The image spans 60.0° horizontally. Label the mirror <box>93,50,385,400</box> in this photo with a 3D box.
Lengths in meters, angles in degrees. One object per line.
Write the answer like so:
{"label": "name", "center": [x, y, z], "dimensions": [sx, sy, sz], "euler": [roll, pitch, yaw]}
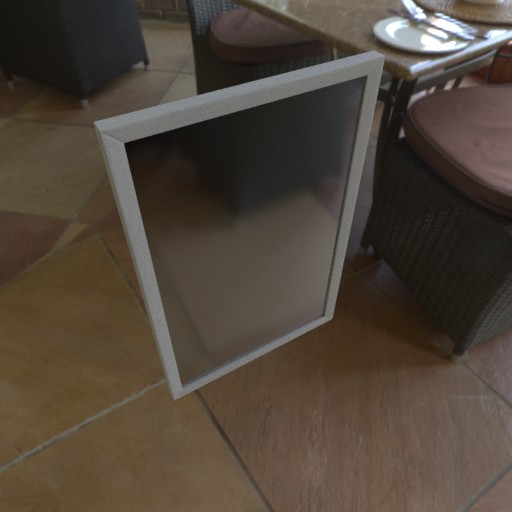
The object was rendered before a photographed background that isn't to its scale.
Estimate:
{"label": "mirror", "center": [0.000, 0.000, 1.158], "dimensions": [0.609, 0.915, 0.040], "euler": [-23, 49, -21]}
